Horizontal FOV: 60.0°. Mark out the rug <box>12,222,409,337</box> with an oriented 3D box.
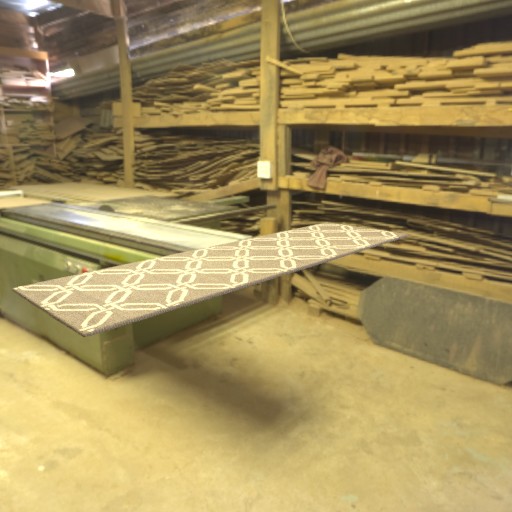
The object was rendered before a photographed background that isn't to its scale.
[{"bbox_3d":[0.000,0.000,2.438,0.678,0.014,2.276,13,19,43],"label":"rug"}]
